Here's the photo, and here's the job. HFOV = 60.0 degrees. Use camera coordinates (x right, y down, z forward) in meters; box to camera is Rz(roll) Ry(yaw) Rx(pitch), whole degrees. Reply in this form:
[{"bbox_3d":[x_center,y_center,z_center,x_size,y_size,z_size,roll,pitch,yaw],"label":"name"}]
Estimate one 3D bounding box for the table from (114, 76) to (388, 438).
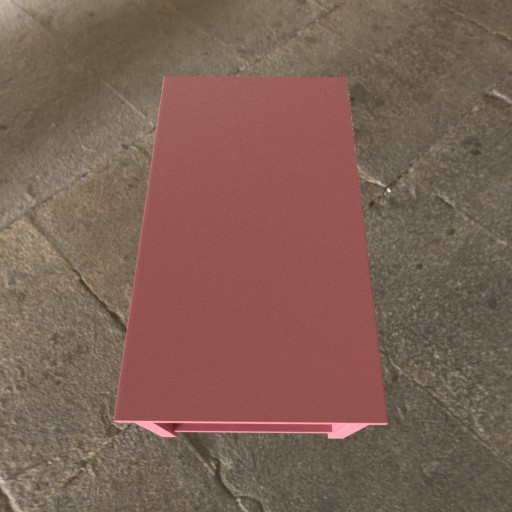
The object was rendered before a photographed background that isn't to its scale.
[{"bbox_3d":[0.000,0.000,1.427,0.612,0.493,1.068,0,63,0],"label":"table"}]
